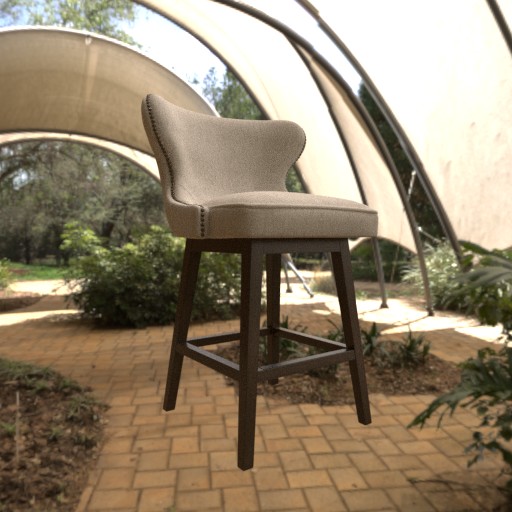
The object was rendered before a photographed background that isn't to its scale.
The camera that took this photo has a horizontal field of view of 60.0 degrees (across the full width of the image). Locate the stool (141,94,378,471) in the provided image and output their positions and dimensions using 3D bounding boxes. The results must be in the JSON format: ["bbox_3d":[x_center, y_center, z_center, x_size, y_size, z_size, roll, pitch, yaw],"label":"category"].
[{"bbox_3d":[0.000,0.000,1.353,0.615,0.972,0.597,-2,3,-36],"label":"stool"}]
